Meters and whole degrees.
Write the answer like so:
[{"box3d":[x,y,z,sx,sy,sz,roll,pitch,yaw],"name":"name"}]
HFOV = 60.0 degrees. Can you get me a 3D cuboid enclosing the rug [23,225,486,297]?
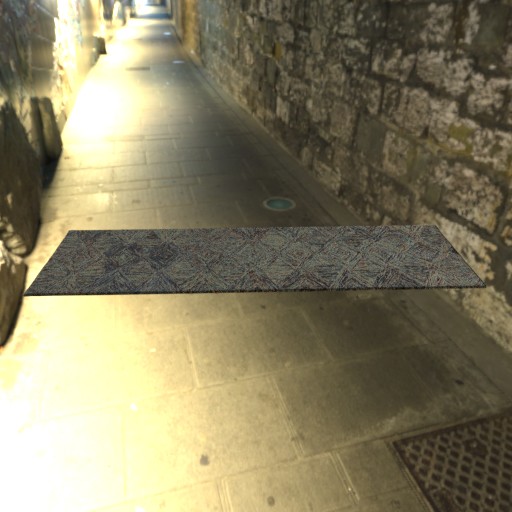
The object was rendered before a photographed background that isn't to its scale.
[{"box3d":[0.000,0.000,2.477,2.292,0.015,0.688,-1,31,-2],"name":"rug"}]
